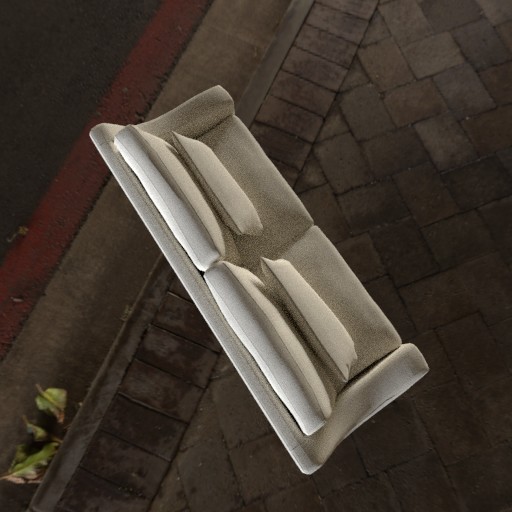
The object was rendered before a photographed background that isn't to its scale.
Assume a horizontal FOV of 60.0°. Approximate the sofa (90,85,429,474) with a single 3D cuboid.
[{"bbox_3d":[0.000,0.000,3.003,1.009,1.022,2.470,-33,77,-8],"label":"sofa"}]
